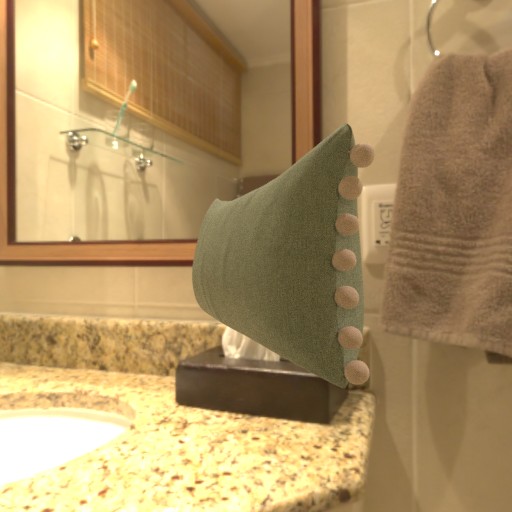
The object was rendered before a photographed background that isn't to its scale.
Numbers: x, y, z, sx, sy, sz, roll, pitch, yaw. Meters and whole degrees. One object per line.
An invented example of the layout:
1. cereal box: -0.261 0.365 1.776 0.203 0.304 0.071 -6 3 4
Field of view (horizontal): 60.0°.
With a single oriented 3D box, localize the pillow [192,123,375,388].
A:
1. pillow: 0.000 0.000 0.839 0.201 0.322 0.709 0 0 -19
